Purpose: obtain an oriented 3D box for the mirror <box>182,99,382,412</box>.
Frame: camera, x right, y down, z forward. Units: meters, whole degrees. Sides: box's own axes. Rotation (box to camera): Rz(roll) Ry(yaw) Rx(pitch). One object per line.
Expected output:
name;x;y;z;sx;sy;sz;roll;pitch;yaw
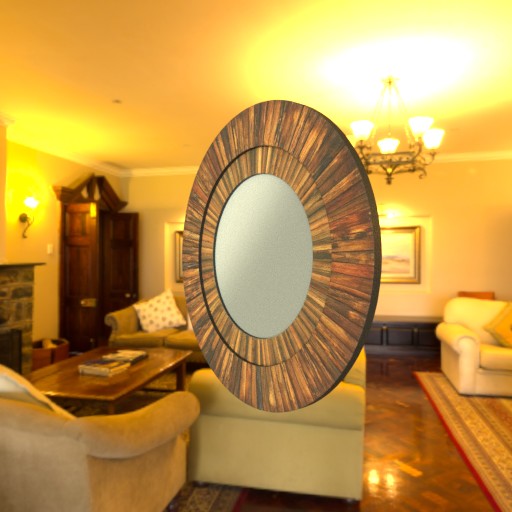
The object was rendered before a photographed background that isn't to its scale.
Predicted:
mirror;0.000;0.000;1.596;0.036;1.077;1.077;0;0;-37
